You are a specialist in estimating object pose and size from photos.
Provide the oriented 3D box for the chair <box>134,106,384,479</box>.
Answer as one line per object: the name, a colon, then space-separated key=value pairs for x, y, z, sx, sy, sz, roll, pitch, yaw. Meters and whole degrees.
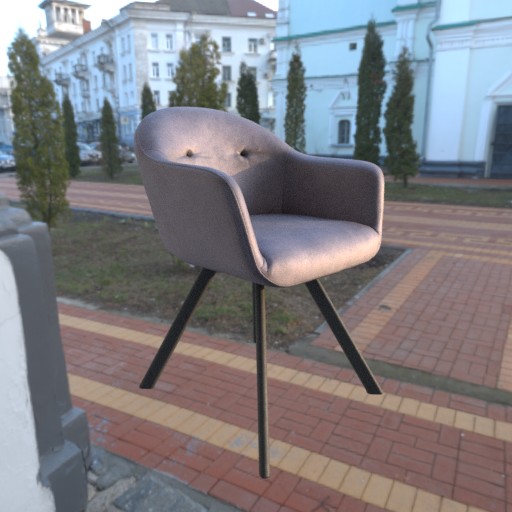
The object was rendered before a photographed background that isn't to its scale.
chair: x=0.000 y=0.000 z=1.179 sx=0.567 sy=0.781 sz=0.544 roll=-14 pitch=20 yaw=-43
